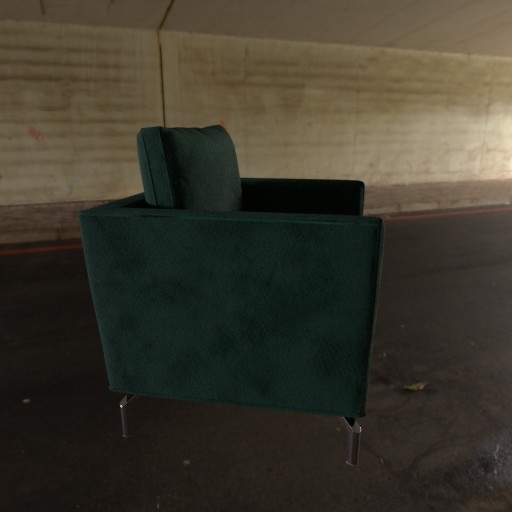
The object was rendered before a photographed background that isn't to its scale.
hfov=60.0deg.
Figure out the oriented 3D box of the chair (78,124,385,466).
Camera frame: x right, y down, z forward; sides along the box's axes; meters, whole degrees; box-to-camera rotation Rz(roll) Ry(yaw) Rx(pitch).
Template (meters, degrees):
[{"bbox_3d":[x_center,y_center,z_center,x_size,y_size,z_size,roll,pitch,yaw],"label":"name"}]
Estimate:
[{"bbox_3d":[0.000,0.000,1.733,0.852,0.997,1.047,3,16,10],"label":"chair"}]
